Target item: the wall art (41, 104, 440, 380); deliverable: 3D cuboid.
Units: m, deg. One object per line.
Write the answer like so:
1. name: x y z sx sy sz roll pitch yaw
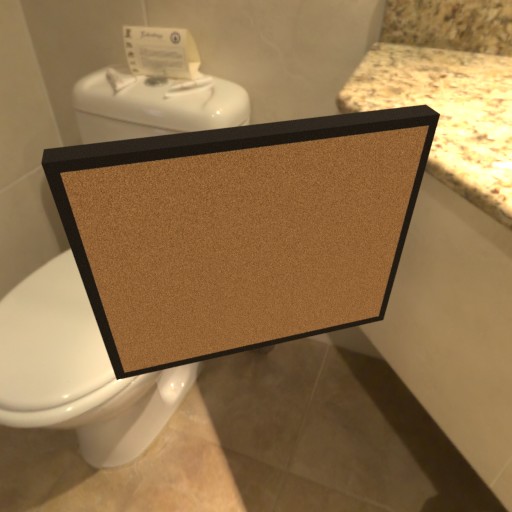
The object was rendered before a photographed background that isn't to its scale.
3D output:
1. wall art: 0.000 0.000 0.543 0.397 0.325 0.028 -10 41 -12
